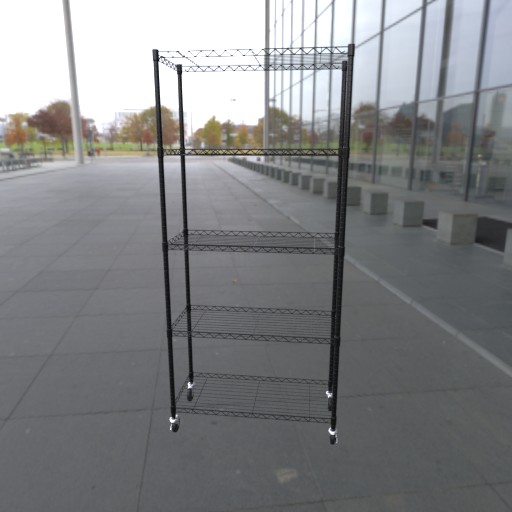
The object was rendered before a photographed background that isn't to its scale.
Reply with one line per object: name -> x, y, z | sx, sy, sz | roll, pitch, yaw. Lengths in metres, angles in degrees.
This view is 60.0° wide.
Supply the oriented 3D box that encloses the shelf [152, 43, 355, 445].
shelf -> 0.000, 0.000, 1.962 | 0.762, 1.645, 0.356 | 2, 14, 7
